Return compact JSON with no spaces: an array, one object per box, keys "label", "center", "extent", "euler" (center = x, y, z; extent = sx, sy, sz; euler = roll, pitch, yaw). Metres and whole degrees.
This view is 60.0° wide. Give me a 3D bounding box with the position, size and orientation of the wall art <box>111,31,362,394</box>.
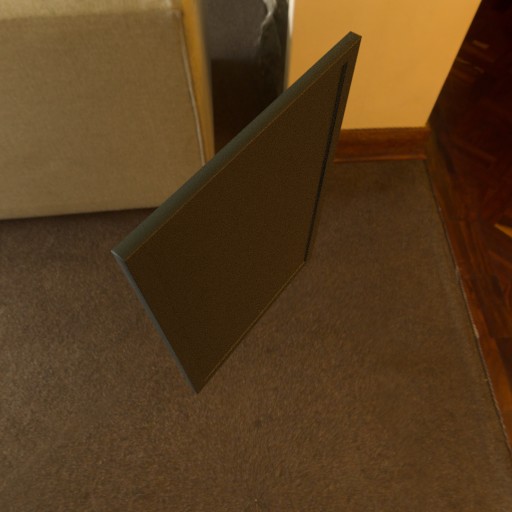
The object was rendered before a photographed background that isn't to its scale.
[{"label":"wall art","center":[0.000,0.000,0.546],"extent":[0.013,0.431,0.303],"euler":[35,67,17]}]
